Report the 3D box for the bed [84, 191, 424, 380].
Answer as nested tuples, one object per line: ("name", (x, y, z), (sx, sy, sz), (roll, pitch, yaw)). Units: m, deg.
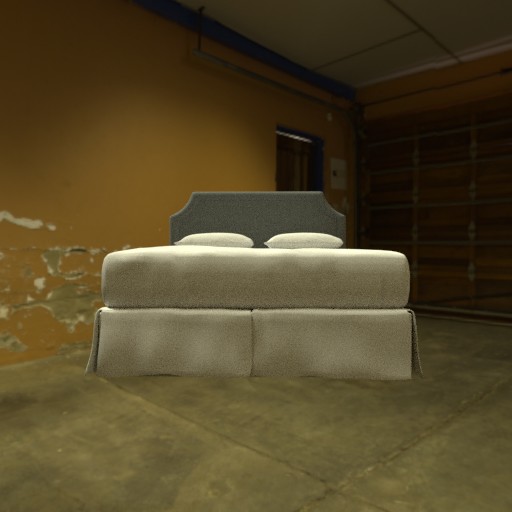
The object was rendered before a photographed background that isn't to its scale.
("bed", (0.000, 0.000, 3.440), (1.811, 1.296, 2.259), (0, 0, 1))
